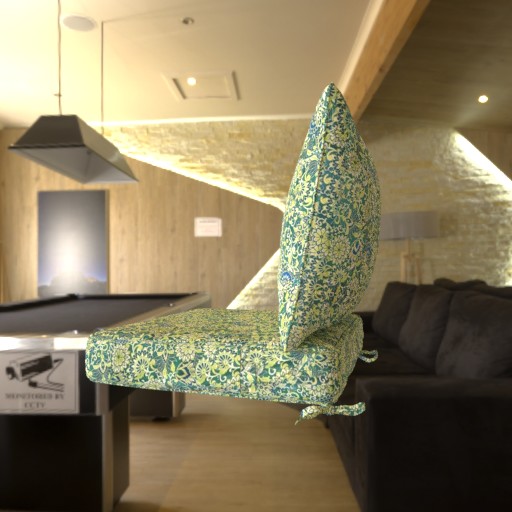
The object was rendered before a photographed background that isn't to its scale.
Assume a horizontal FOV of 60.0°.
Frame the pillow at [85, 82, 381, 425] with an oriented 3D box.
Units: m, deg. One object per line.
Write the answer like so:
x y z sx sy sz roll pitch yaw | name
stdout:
0.000 0.000 1.357 0.740 0.722 0.798 0 -1 18 | pillow
